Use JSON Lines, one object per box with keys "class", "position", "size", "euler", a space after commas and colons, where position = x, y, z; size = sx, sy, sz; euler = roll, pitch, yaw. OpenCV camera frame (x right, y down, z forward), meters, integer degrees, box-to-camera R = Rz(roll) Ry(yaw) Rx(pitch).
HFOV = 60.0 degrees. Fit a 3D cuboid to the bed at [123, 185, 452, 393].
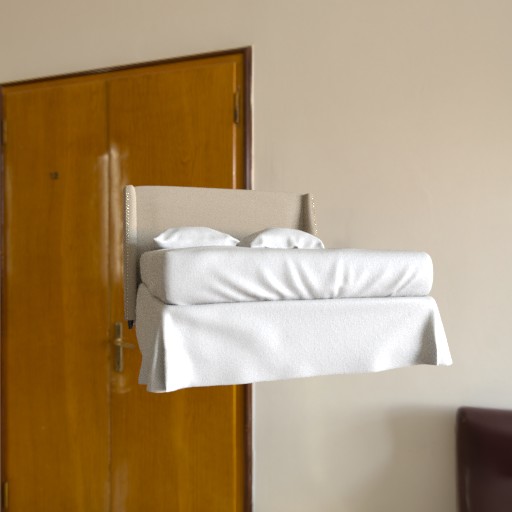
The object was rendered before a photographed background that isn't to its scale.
{"class": "bed", "position": [0.000, 0.000, 3.413], "size": [1.925, 1.332, 2.276], "euler": [0, 0, -18]}
